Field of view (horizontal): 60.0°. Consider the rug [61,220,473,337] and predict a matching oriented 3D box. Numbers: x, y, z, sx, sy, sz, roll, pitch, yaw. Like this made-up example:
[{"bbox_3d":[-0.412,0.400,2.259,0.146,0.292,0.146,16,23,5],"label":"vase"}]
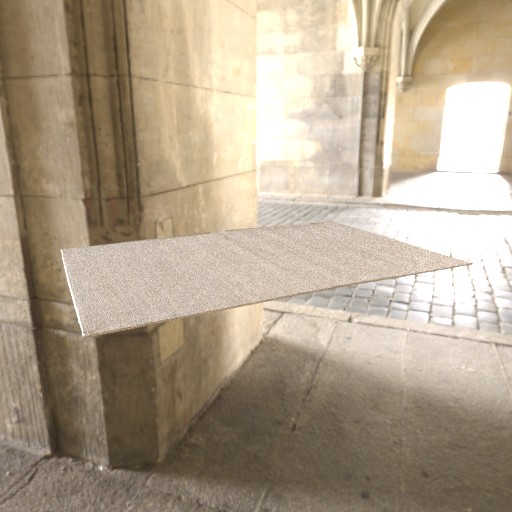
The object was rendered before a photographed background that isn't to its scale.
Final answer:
[{"bbox_3d":[0.000,0.000,2.311,1.820,0.022,1.179,-8,18,-25],"label":"rug"}]
